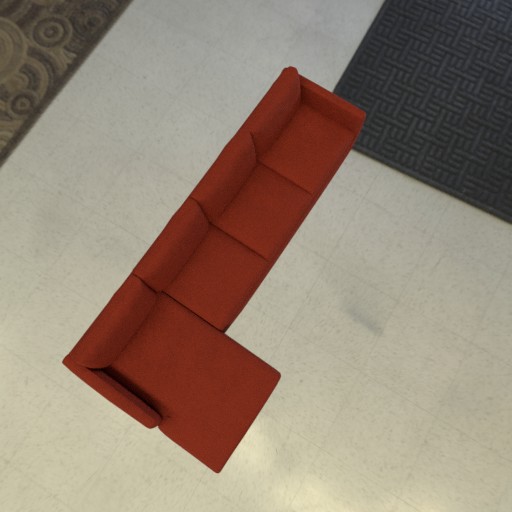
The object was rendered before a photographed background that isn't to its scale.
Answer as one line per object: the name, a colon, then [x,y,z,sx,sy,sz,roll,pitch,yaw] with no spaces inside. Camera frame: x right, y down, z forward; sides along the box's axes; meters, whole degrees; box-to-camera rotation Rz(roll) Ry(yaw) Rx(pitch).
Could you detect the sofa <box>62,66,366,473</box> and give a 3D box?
sofa: [0.000,0.000,2.923,1.136,0.663,2.467,33,78,8]
